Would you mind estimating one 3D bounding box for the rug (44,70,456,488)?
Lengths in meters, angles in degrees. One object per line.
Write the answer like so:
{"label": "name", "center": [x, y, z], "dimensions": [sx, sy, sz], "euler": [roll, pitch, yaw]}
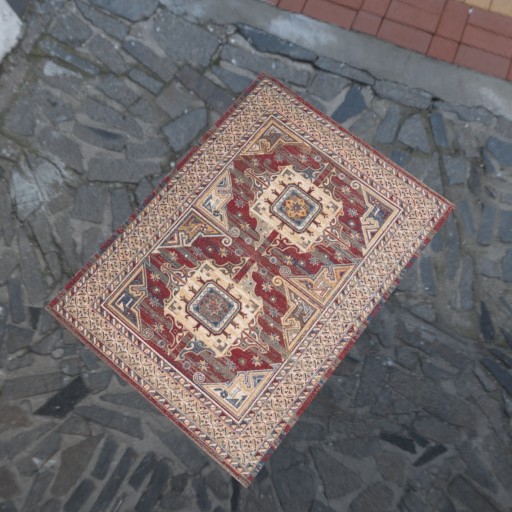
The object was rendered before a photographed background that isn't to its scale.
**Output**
{"label": "rug", "center": [0.000, 0.000, 4.159], "dimensions": [2.381, 0.013, 3.197], "euler": [38, 79, 9]}
